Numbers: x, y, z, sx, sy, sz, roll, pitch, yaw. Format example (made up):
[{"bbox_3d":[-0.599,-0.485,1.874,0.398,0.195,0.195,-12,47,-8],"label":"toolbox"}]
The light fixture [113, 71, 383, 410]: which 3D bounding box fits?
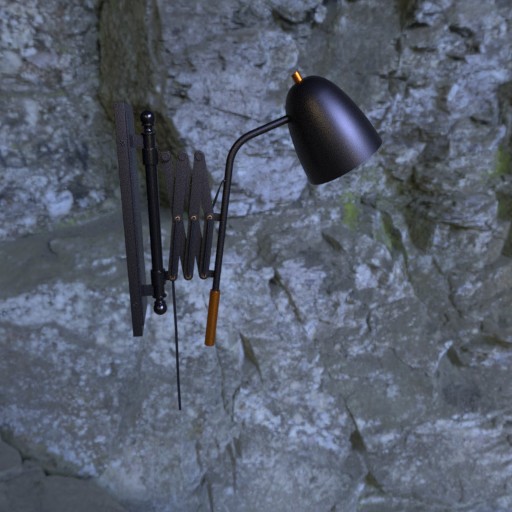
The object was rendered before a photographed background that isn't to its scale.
[{"bbox_3d":[0.000,0.000,0.918,0.499,0.715,0.162,-3,17,-10],"label":"light fixture"}]
